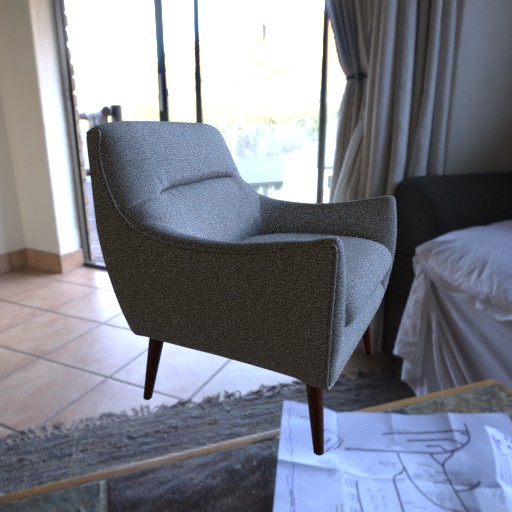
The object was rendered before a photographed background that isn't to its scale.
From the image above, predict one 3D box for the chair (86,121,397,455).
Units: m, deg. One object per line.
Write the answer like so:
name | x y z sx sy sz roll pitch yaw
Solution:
chair | 0.000 0.000 1.432 0.787 0.838 0.762 8 17 25
